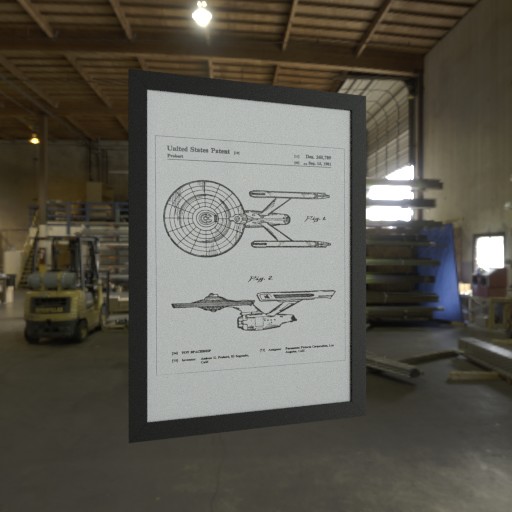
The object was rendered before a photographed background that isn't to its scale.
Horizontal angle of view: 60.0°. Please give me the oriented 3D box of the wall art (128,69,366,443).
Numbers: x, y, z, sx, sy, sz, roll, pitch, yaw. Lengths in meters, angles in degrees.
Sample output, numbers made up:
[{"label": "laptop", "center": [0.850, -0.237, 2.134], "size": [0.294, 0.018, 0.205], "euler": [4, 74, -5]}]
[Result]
[{"label": "wall art", "center": [0.000, 0.000, 0.685], "size": [0.379, 0.530, 0.008], "euler": [0, 0, -17]}]
